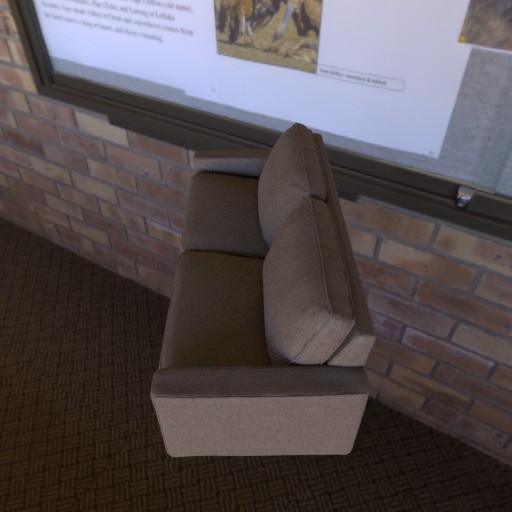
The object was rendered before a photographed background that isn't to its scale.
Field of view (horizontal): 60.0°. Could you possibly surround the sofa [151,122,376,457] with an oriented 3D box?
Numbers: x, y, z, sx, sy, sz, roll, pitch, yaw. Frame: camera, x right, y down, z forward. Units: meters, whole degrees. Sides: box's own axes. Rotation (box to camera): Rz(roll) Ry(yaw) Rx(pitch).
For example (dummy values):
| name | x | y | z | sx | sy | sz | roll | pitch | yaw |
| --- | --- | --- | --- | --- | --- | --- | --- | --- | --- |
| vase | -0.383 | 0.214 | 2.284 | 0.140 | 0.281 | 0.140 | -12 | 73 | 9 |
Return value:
| name | x | y | z | sx | sy | sz | roll | pitch | yaw |
| --- | --- | --- | --- | --- | --- | --- | --- | --- | --- |
| sofa | 0.000 | 0.000 | 2.655 | 0.940 | 0.919 | 2.080 | -1 | 42 | -1 |
